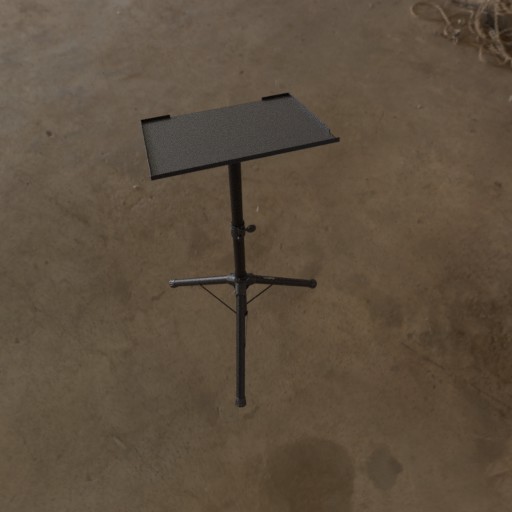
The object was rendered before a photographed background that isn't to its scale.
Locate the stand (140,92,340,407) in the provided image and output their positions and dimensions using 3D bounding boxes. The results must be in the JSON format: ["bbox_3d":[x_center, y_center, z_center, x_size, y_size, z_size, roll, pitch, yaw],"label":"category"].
[{"bbox_3d":[0.000,0.000,1.596,0.702,1.198,0.702,-14,57,-9],"label":"stand"}]
